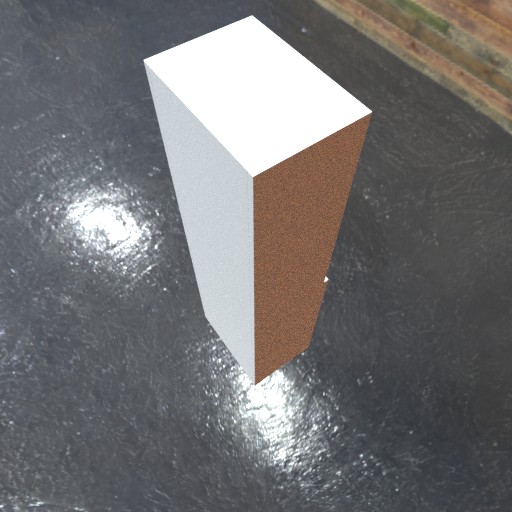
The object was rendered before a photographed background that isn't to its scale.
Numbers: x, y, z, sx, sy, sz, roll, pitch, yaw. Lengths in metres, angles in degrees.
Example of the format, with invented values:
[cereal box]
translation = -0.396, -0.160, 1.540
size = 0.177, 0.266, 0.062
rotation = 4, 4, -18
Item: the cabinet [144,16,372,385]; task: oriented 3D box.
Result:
[cabinet]
translation = 0.000, 0.000, 1.477
size = 0.300, 1.350, 0.400
rotation = -32, 64, -18
